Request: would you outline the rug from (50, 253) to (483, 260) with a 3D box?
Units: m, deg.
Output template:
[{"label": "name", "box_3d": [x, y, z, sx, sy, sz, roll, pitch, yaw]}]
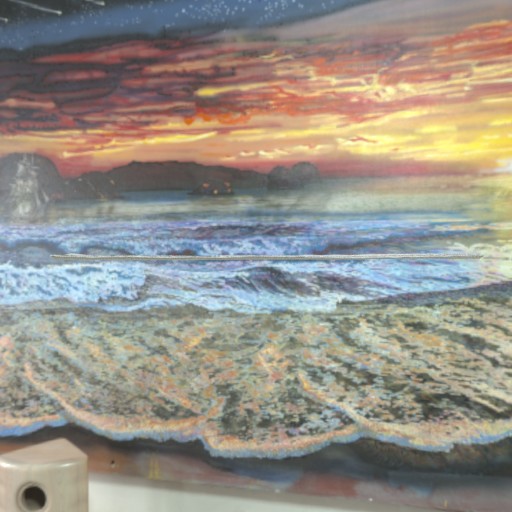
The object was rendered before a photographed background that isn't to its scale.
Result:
[{"label": "rug", "box_3d": [0.000, 0.000, 3.048, 2.447, 0.036, 1.537, 0, 0, -20]}]
